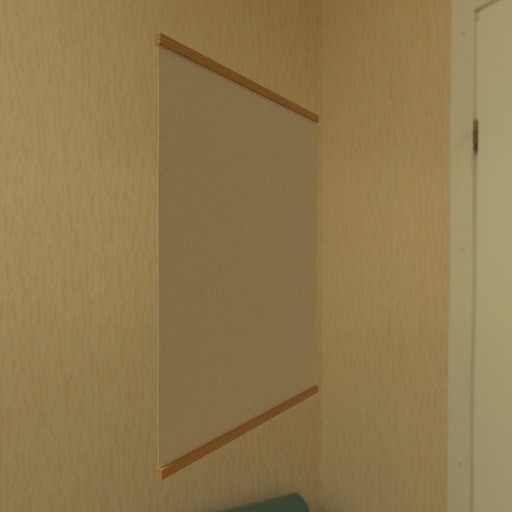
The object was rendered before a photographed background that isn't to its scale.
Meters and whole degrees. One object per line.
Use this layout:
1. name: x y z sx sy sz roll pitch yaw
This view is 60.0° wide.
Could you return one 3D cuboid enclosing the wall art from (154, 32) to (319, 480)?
1. wall art: 0.000 0.000 0.789 0.011 0.605 0.458 1 1 35
